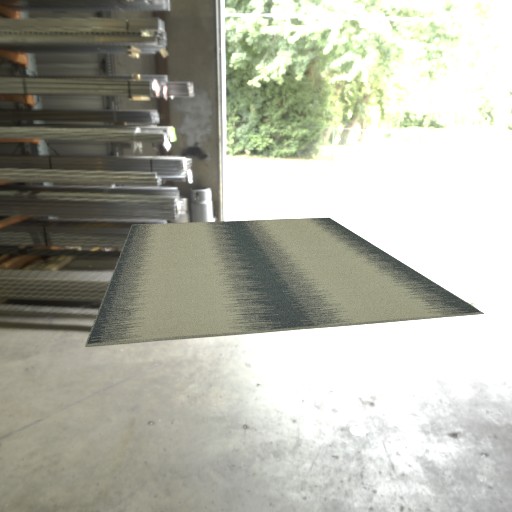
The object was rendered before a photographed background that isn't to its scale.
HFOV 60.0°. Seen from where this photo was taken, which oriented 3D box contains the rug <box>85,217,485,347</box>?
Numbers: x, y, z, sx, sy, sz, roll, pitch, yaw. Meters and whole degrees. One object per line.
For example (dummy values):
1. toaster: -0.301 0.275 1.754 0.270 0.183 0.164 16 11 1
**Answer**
1. rug: 0.000 0.000 4.054 2.453 0.004 3.037 -3 17 -10
